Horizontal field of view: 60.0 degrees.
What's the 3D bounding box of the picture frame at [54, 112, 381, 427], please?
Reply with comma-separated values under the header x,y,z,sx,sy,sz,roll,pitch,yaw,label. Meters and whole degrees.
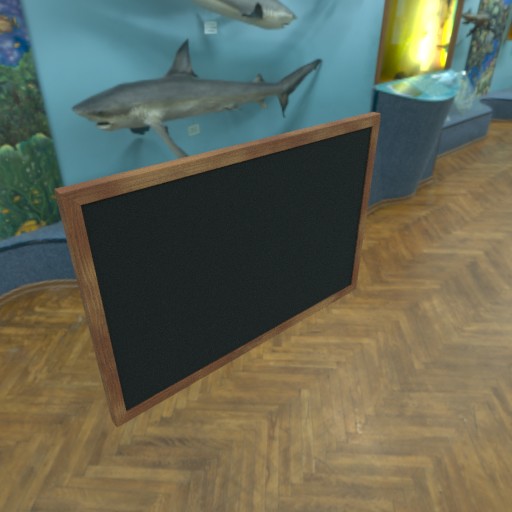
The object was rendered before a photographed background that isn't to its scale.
x,y,z,sx,sy,sz,roll,pitch,yaw,label
0.000,0.000,1.236,0.950,0.640,0.029,-23,38,-33,picture frame
